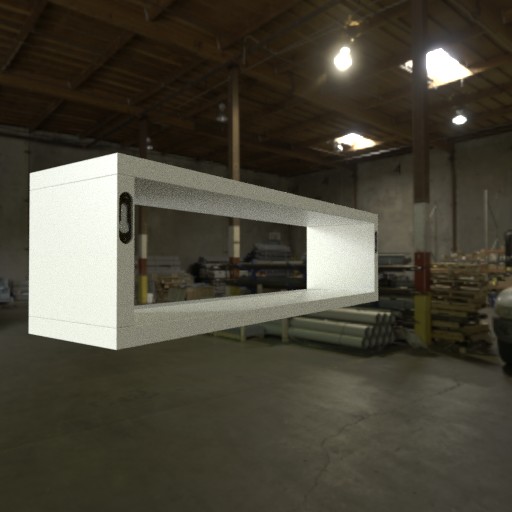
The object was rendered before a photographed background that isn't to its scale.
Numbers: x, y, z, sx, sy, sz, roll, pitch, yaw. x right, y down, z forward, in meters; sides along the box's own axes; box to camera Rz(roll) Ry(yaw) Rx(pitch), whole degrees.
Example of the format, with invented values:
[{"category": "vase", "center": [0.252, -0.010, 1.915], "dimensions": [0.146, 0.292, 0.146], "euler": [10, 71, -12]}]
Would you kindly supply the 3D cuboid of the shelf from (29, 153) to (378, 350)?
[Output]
[{"category": "shelf", "center": [0.000, 0.000, 0.672], "dimensions": [0.150, 0.170, 0.610], "euler": [-1, -1, 36]}]
